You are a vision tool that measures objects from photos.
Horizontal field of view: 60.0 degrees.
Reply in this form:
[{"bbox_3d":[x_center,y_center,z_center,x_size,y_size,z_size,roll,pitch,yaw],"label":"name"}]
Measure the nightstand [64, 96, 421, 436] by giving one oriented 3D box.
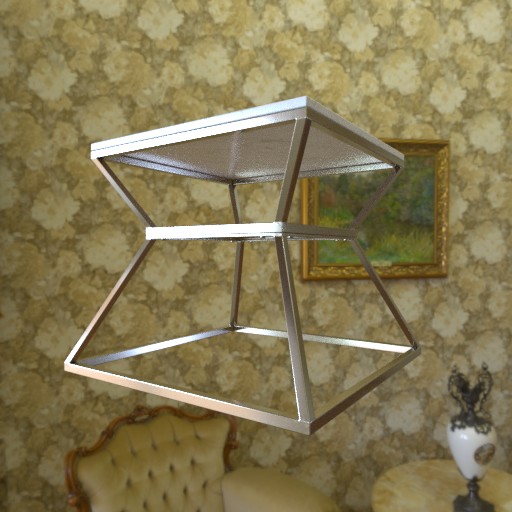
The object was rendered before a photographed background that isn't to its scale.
[{"bbox_3d":[0.000,0.000,0.889,0.513,0.426,0.514,0,1,35],"label":"nightstand"}]
